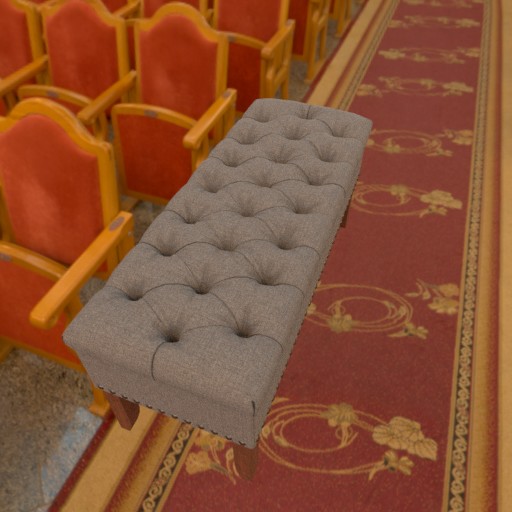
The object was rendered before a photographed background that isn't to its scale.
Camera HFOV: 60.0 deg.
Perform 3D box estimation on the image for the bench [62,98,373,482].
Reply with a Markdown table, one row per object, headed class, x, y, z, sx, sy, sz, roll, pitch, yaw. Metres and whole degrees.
| class | x | y | z | sx | sy | sz | roll | pitch | yaw |
| --- | --- | --- | --- | --- | --- | --- | --- | --- | --- |
| bench | 0.000 | 0.000 | 1.288 | 0.417 | 0.470 | 1.052 | 16 | 48 | 15 |
